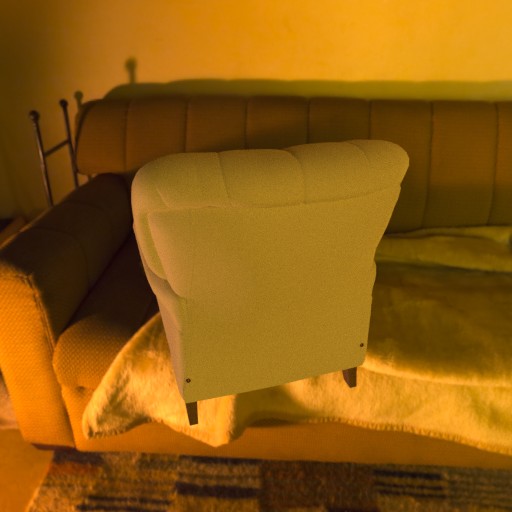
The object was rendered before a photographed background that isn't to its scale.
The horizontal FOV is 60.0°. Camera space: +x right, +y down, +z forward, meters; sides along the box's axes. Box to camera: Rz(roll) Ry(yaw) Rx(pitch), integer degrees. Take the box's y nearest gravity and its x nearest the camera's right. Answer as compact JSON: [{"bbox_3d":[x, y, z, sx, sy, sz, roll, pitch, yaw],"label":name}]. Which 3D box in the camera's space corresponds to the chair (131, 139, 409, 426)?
[{"bbox_3d":[0.000,0.000,2.021,1.035,1.169,1.132,-8,28,-15],"label":"chair"}]
